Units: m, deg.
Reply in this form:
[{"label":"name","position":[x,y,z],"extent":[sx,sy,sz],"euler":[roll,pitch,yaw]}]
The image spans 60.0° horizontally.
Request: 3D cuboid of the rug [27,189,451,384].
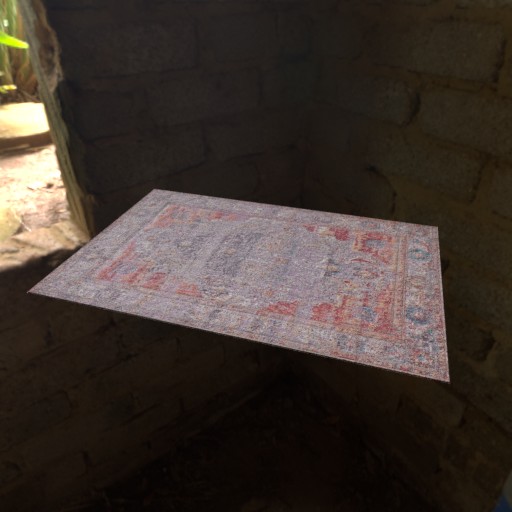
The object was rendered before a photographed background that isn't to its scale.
[{"label":"rug","position":[0.000,0.000,2.300],"extent":[1.829,0.005,1.219],"euler":[9,34,14]}]
